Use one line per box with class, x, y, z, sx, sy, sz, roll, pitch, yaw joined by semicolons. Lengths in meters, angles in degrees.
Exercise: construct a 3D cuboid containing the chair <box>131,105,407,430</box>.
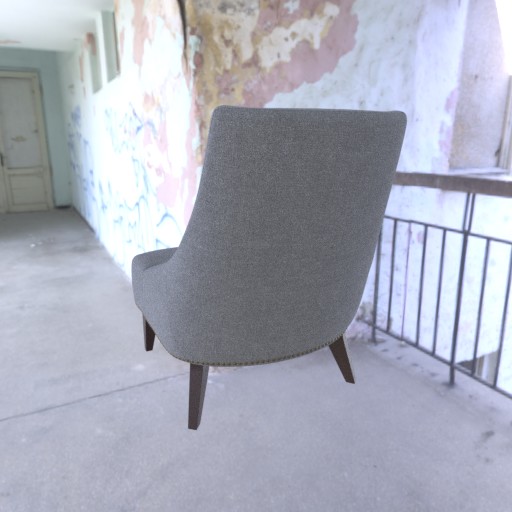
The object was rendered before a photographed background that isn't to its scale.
chair;0.000;0.000;1.488;0.701;0.909;0.861;-7;17;-25
